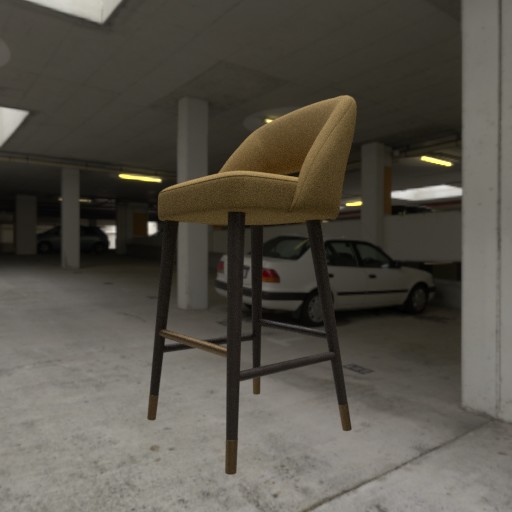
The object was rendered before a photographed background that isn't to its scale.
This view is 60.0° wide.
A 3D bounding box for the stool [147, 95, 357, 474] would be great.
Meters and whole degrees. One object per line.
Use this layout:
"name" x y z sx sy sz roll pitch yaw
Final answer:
"stool" 0.000 0.000 1.378 0.522 1.032 0.536 0 0 -38
